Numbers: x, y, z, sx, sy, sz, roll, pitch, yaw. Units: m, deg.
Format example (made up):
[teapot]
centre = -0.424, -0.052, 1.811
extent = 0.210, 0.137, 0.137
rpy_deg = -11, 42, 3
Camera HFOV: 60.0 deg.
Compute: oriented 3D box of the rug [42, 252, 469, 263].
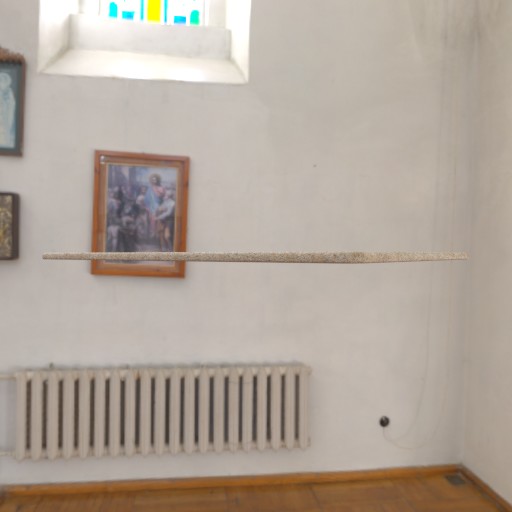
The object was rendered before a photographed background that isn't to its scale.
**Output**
[rug]
centre = 0.000, 0.000, 3.294
extent = 2.528, 0.048, 2.009
rpy_deg = 0, 0, 38
